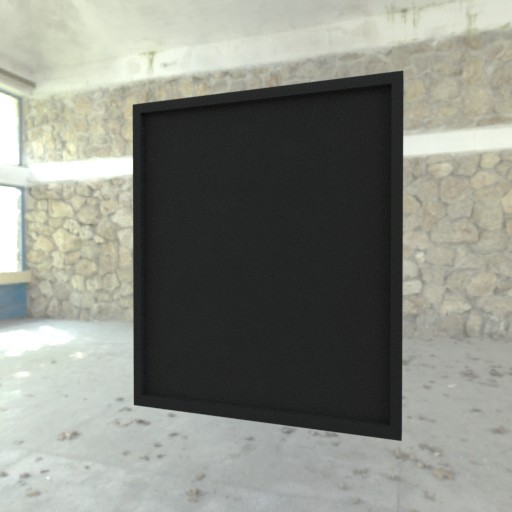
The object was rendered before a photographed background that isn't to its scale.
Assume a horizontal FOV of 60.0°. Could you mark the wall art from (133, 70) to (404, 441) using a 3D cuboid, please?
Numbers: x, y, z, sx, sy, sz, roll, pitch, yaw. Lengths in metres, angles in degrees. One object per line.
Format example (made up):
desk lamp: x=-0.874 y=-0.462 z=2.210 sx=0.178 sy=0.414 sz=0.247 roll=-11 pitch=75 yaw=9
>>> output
wall art: x=0.000 y=0.000 z=0.687 sx=0.432 sy=0.508 sz=0.021 roll=0 pitch=1 yaw=19
